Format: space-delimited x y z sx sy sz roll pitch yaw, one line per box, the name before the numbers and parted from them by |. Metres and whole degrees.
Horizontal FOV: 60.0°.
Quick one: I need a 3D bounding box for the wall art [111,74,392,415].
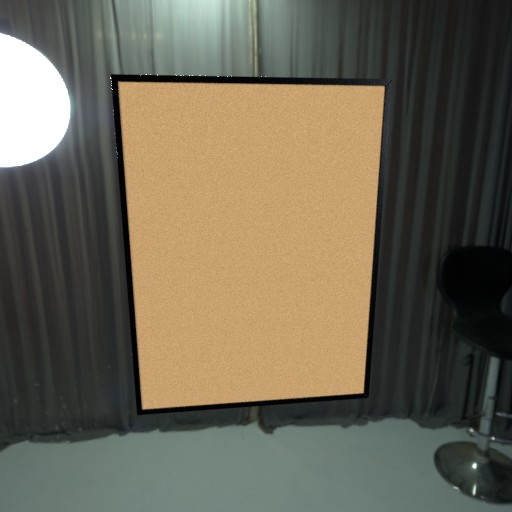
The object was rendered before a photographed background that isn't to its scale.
wall art | 0.000 0.000 1.411 0.805 1.062 0.040 -2 15 -7
